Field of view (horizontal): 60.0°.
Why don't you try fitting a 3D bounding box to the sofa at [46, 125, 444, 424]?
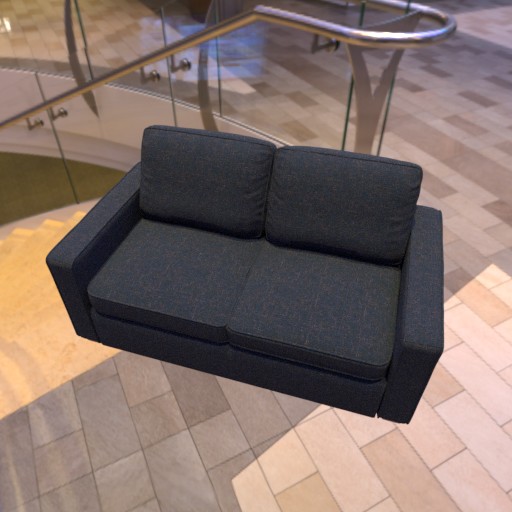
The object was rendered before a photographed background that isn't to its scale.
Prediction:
[{"bbox_3d":[0.000,0.000,2.192,1.709,0.918,0.947,11,43,13],"label":"sofa"}]
